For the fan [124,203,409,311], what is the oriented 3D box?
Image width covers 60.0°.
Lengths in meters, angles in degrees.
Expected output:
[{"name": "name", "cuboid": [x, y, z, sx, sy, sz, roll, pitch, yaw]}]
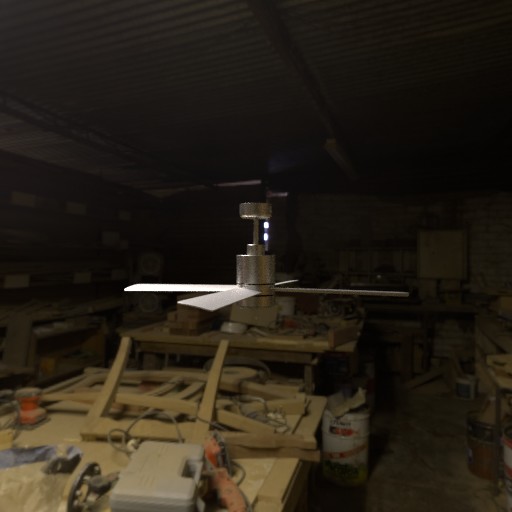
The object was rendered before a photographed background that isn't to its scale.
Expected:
[{"name": "fan", "cuboid": [0.000, 0.000, 2.335, 1.525, 0.539, 1.525, 0, 0, 18]}]
